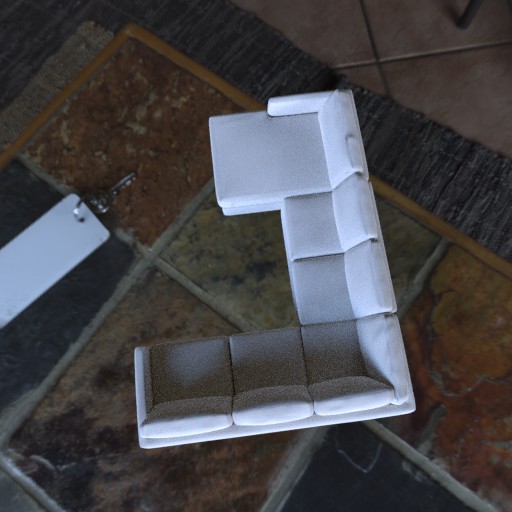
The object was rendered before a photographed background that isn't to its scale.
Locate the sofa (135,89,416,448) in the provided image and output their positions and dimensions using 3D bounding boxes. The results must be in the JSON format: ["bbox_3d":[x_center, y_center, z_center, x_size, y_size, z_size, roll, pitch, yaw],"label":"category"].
[{"bbox_3d":[0.000,0.000,4.691,2.593,0.956,3.459,-7,76,-2],"label":"sofa"}]
